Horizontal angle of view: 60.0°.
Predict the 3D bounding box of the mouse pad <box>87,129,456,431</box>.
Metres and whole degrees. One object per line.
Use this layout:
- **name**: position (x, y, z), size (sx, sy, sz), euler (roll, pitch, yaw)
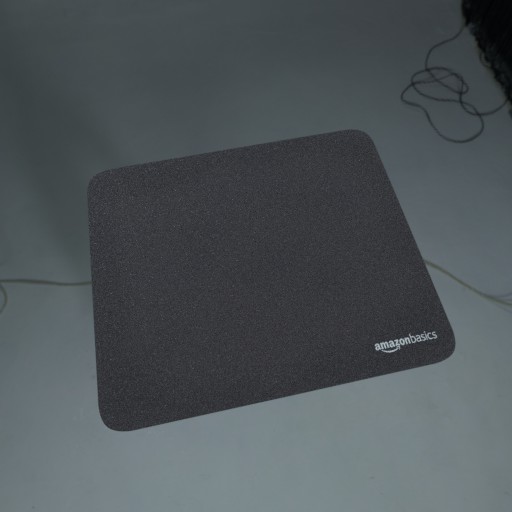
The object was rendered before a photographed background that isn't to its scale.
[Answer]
- **mouse pad**: position (0.000, 0.000, 0.431), size (0.315, 0.002, 0.269), euler (-11, 64, -5)
